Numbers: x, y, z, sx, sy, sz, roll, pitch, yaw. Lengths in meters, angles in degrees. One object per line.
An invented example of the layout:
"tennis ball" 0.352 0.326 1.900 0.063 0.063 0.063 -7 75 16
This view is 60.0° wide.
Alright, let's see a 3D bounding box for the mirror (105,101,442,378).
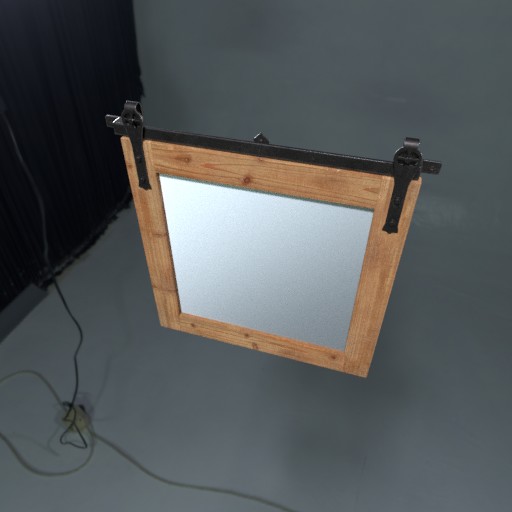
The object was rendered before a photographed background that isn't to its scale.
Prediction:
"mirror" 0.000 0.000 1.227 0.805 0.800 0.054 11 42 13
